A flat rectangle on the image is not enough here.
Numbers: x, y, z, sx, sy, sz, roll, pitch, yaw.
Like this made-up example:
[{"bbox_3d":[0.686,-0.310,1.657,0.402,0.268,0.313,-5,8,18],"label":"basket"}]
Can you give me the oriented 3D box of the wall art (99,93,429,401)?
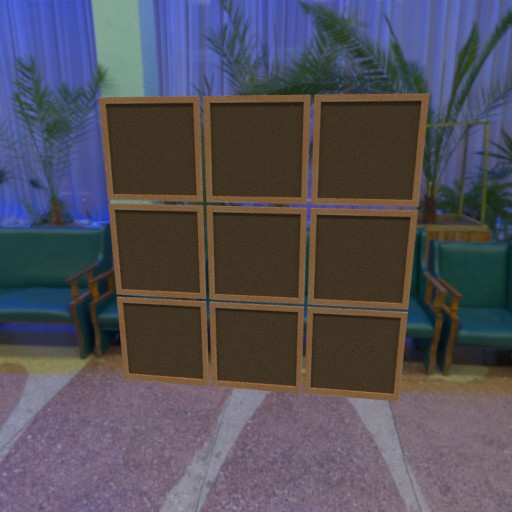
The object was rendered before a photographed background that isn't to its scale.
[{"bbox_3d":[0.000,0.000,2.233,1.520,1.525,0.013,2,16,8],"label":"wall art"}]
